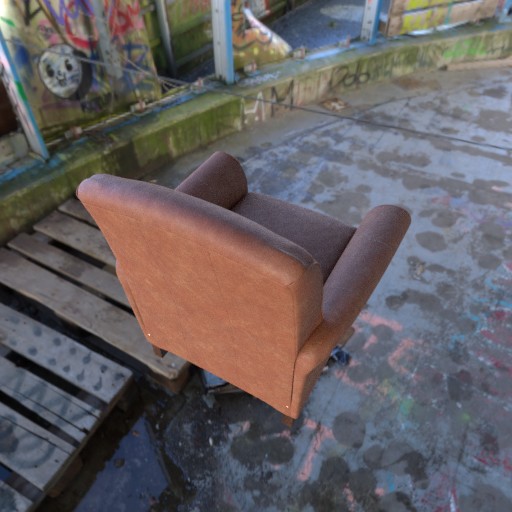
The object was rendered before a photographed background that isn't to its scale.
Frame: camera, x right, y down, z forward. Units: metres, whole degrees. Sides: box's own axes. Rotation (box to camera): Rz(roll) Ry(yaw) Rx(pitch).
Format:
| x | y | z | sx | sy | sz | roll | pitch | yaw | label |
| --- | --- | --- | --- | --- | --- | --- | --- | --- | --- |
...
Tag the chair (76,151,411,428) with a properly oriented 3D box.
| x | y | z | sx | sy | sz | roll | pitch | yaw | label |
| --- | --- | --- | --- | --- | --- | --- | --- | --- | --- |
| 0.000 | 0.000 | 1.771 | 0.978 | 1.061 | 0.902 | 22 | 48 | 21 | chair |
